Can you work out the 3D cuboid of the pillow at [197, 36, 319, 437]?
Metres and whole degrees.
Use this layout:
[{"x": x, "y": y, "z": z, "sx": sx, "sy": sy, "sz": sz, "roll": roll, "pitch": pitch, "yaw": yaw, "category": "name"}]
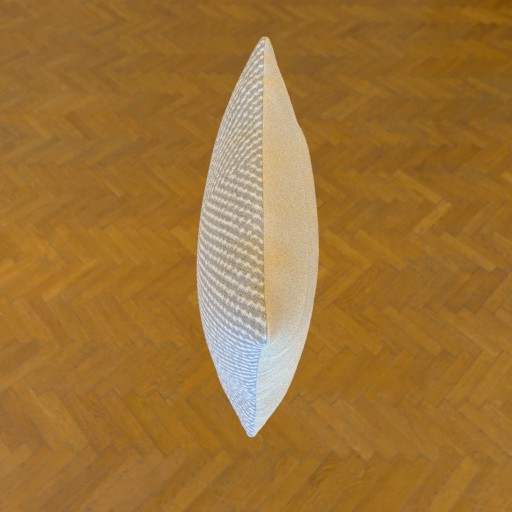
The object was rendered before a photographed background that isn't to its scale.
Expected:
[{"x": 0.000, "y": 0.000, "z": 0.698, "sx": 0.181, "sy": 0.458, "sz": 0.459, "roll": 0, "pitch": 58, "yaw": 0, "category": "pillow"}]
